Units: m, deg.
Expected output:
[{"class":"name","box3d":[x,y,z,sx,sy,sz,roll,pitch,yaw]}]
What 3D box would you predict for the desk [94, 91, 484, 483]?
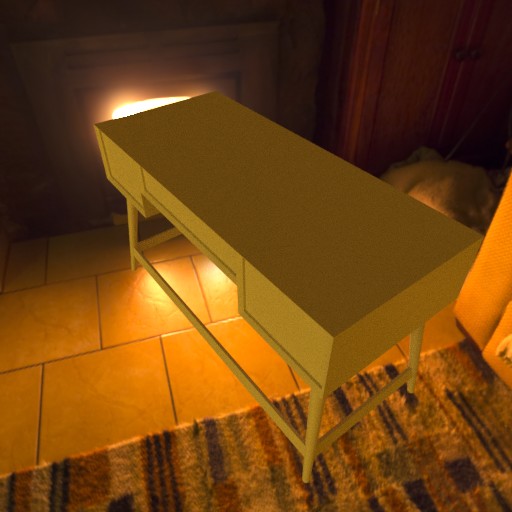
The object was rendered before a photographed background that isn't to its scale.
[{"class":"desk","box3d":[0.000,0.000,1.717,0.589,0.762,1.313,-27,48,-27]}]
